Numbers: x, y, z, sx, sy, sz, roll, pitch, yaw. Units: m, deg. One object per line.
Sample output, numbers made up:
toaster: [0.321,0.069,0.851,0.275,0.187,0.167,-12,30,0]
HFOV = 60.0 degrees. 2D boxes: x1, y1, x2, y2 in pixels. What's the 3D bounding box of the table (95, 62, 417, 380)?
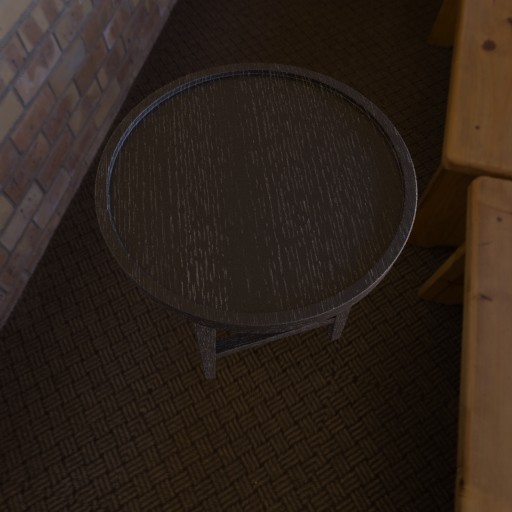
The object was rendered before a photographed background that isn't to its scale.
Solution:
table: [0.000,0.000,0.760,0.399,0.460,0.399,0,63,0]
